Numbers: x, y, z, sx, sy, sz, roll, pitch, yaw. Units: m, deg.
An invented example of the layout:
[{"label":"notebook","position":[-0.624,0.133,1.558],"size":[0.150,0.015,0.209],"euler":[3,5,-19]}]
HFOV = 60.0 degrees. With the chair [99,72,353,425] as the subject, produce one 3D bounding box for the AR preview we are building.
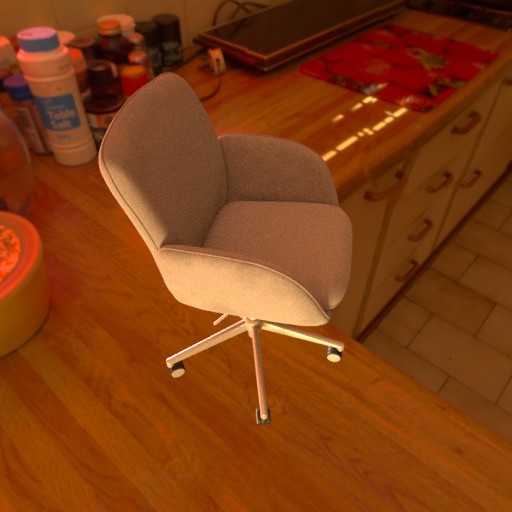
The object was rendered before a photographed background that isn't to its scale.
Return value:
[{"label":"chair","position":[0.000,0.000,1.373],"size":[0.654,0.959,0.648],"euler":[8,46,8]}]
